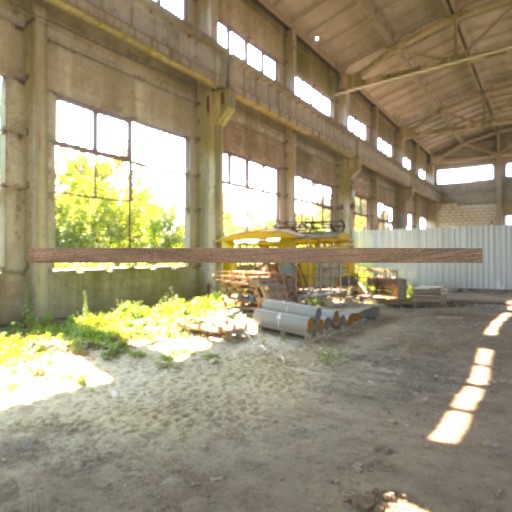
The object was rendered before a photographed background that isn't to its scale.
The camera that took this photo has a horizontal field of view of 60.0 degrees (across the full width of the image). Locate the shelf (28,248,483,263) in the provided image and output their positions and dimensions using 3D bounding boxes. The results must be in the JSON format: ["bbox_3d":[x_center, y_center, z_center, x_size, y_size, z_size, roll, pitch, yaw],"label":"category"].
[{"bbox_3d":[0.000,0.000,0.664,0.610,0.020,0.140,0,-1,0],"label":"shelf"}]
